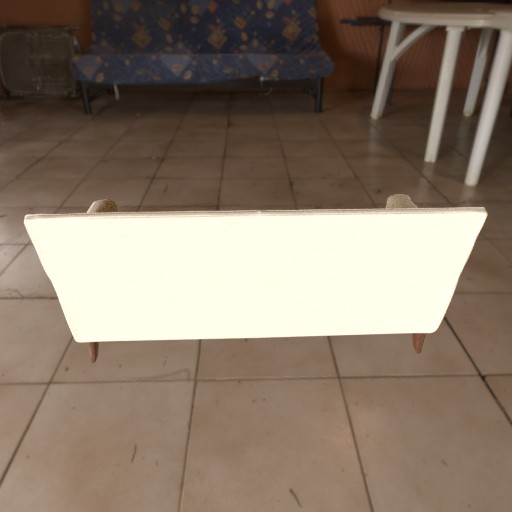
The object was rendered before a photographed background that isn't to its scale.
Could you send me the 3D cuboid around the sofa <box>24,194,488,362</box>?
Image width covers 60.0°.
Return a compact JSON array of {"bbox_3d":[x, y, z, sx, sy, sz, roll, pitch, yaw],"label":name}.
[{"bbox_3d":[0.000,0.000,2.470,2.001,0.907,0.841,-1,30,-2],"label":"sofa"}]
